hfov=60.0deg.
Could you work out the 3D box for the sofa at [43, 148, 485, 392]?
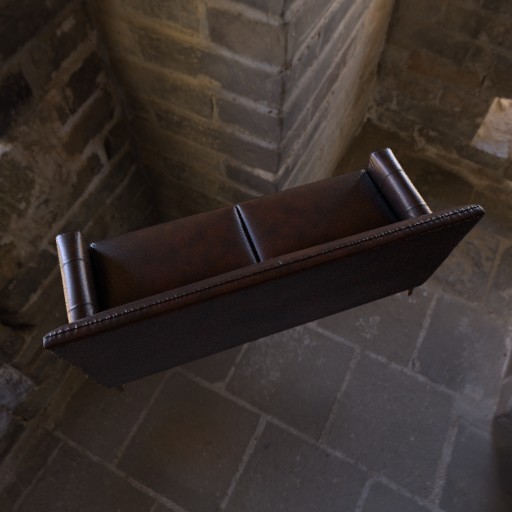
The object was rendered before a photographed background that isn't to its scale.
[{"bbox_3d":[0.000,0.000,2.433,1.995,0.871,0.786,-17,59,-10],"label":"sofa"}]
